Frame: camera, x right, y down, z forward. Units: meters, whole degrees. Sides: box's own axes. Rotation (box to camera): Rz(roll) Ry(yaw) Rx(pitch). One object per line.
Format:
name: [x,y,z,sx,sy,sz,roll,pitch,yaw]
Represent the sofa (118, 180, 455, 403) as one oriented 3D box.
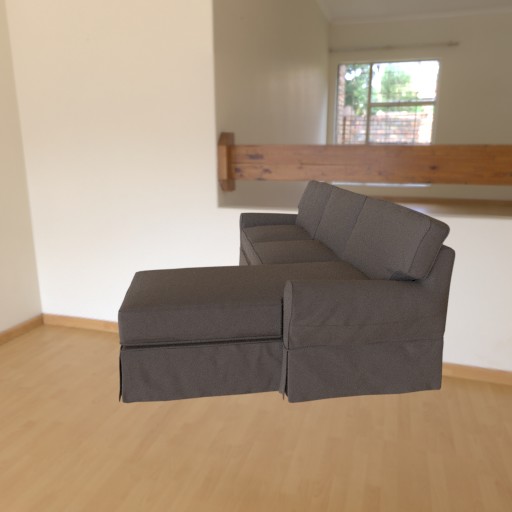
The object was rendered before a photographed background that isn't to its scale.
sofa: [0.000,0.000,3.338,1.733,0.978,2.475,-2,14,-8]
